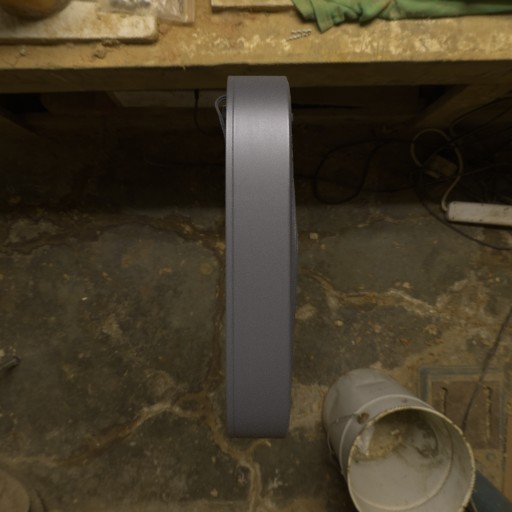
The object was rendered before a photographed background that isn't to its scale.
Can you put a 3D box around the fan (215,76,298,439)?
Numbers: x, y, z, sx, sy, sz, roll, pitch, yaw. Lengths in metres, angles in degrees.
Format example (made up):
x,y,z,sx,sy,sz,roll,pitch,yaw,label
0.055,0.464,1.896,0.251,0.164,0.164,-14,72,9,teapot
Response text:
x,y,z,sx,sy,sz,roll,pitch,yaw,label
0.000,0.000,0.800,0.142,0.533,0.526,0,91,-1,fan
